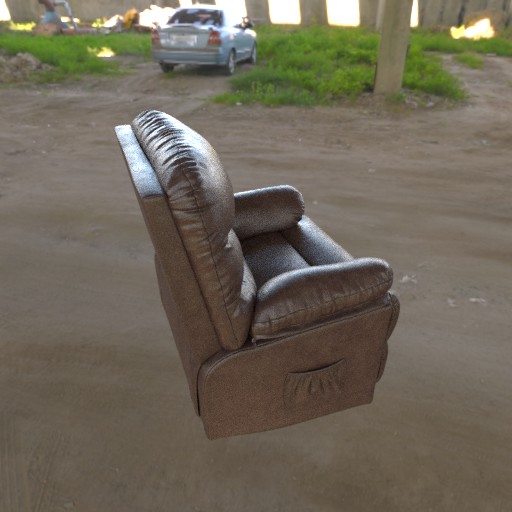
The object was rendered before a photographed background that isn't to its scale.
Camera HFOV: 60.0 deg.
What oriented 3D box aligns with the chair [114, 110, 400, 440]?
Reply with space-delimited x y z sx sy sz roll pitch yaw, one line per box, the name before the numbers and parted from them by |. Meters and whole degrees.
chair | 0.000 0.000 1.732 0.879 1.041 0.940 -10 31 -18
